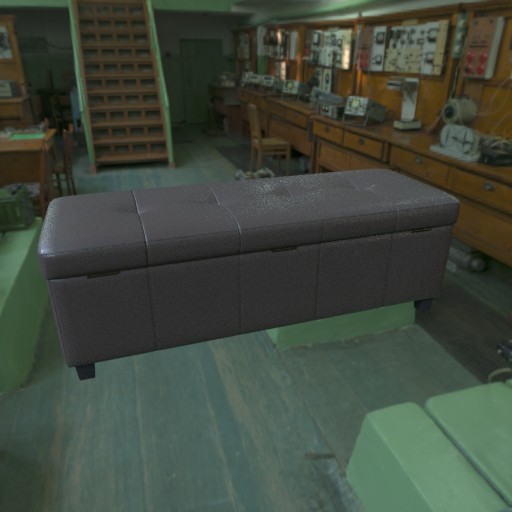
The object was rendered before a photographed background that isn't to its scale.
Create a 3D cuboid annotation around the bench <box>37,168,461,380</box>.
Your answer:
[{"bbox_3d":[0.000,0.000,1.454,1.219,0.417,0.450,-8,26,-17],"label":"bench"}]
